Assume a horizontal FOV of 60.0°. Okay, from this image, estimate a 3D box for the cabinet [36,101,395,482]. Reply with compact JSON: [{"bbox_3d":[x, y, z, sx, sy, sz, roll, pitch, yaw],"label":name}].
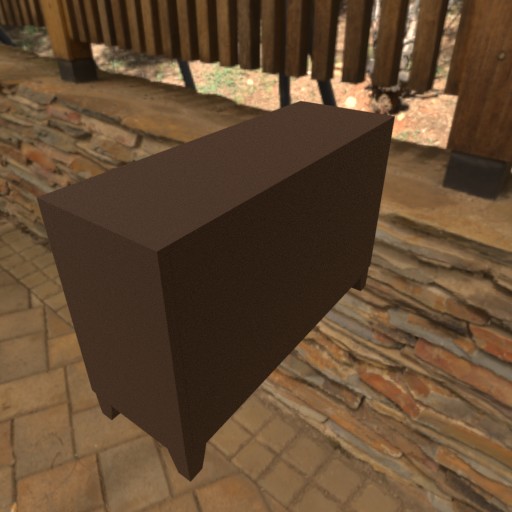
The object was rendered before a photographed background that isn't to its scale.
[{"bbox_3d":[0.000,0.000,1.825,0.482,0.914,1.396,21,38,30],"label":"cabinet"}]
